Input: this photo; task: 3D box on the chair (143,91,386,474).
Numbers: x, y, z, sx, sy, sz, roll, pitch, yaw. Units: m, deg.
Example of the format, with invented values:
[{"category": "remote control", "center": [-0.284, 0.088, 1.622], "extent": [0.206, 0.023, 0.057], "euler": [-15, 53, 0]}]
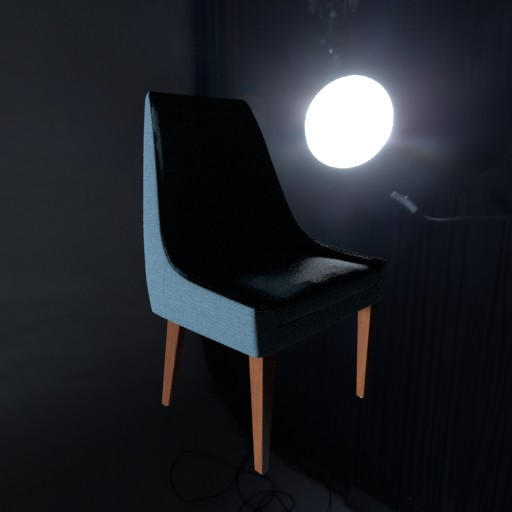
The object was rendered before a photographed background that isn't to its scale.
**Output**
[{"category": "chair", "center": [0.000, 0.000, 1.215], "extent": [0.544, 0.861, 0.529], "euler": [14, 20, 43]}]
